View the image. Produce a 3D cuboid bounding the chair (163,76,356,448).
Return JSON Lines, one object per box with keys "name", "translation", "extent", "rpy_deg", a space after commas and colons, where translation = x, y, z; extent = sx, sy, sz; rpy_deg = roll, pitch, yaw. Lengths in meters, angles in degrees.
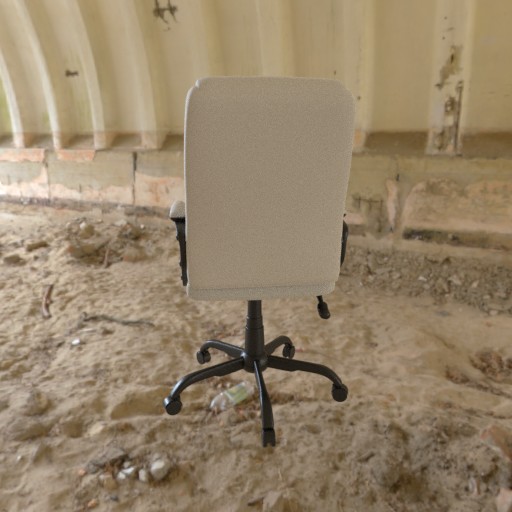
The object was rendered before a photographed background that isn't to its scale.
{"name": "chair", "translation": [0.000, 0.000, 1.505], "extent": [0.663, 1.065, 0.669], "rpy_deg": [-2, 14, -8]}
